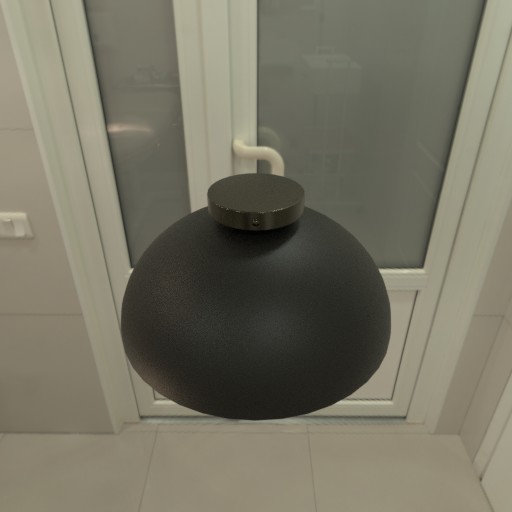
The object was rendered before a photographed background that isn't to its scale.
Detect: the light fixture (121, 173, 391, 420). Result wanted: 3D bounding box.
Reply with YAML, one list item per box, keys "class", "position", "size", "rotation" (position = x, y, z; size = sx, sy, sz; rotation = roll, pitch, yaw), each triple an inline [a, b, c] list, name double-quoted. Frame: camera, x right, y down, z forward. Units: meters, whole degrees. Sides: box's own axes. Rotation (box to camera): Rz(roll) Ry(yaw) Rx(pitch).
- class: "light fixture"
  position: [0.000, 0.000, 0.558]
  size: [0.355, 0.177, 0.355]
  rotation: [0, 32, 0]
